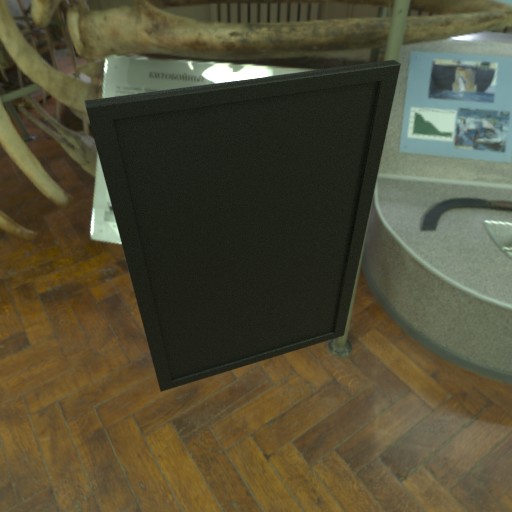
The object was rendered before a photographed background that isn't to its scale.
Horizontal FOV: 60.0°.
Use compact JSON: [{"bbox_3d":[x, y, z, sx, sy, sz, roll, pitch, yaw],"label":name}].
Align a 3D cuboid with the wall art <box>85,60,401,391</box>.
[{"bbox_3d":[0.000,0.000,0.551,0.303,0.431,0.013,-14,43,-15],"label":"wall art"}]
